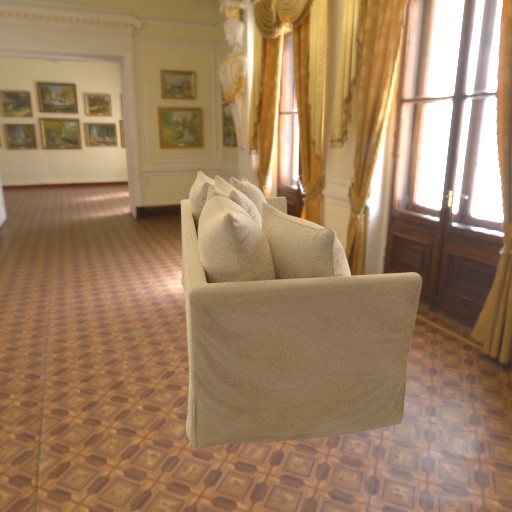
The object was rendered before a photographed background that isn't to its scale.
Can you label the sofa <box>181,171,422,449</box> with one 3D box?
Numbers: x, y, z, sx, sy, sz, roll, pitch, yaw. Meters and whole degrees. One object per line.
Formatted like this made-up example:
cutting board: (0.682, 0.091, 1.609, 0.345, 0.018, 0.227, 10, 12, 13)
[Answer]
sofa: (0.000, 0.000, 3.004, 1.030, 1.042, 2.484, -3, 16, -10)
